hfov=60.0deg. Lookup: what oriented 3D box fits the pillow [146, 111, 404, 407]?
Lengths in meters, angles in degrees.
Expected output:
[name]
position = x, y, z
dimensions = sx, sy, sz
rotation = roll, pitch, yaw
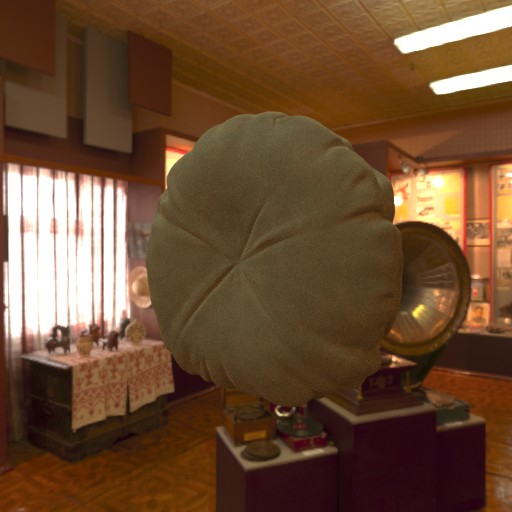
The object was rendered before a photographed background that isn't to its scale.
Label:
[pillow]
position = 0.000, 0.000, 0.651
dimensions = 0.428, 0.407, 0.148
rotation = 0, 1, 37
